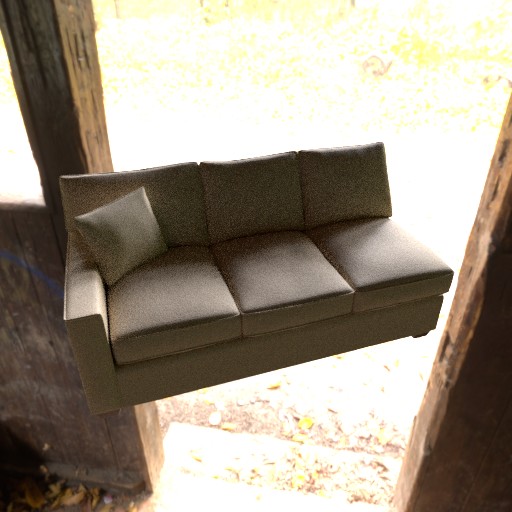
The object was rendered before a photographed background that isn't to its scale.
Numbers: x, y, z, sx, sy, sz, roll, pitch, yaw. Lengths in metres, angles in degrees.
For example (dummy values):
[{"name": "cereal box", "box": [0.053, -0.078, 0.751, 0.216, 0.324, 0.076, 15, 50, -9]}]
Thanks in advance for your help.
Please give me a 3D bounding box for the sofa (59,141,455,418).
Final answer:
[{"name": "sofa", "box": [0.000, 0.000, 2.515, 1.962, 0.946, 1.034, -10, 33, -16]}]
